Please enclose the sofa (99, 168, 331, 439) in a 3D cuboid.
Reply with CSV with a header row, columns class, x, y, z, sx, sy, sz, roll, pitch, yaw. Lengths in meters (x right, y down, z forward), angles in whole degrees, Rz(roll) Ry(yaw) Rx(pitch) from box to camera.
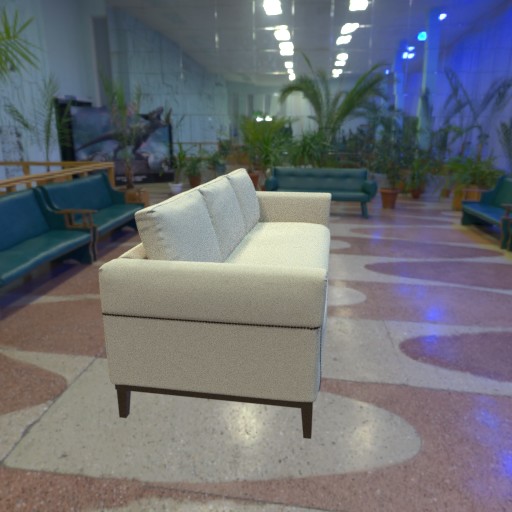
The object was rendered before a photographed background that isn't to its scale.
class,x,y,z,sx,sy,sz,roll,pitch,yaw
sofa,0.000,0.000,2.748,0.902,0.911,2.198,3,16,9
